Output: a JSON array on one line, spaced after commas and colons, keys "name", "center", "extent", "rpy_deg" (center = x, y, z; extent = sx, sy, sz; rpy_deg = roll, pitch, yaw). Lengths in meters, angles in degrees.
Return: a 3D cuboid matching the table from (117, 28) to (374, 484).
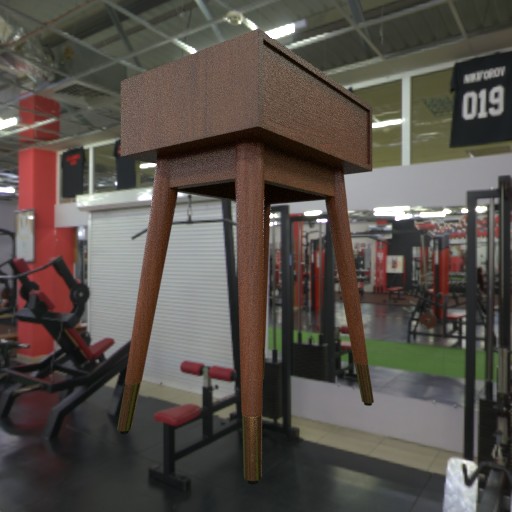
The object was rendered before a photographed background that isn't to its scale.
[{"name": "table", "center": [0.000, 0.000, 0.824], "extent": [0.300, 0.599, 0.406], "rpy_deg": [0, 0, 37]}]
